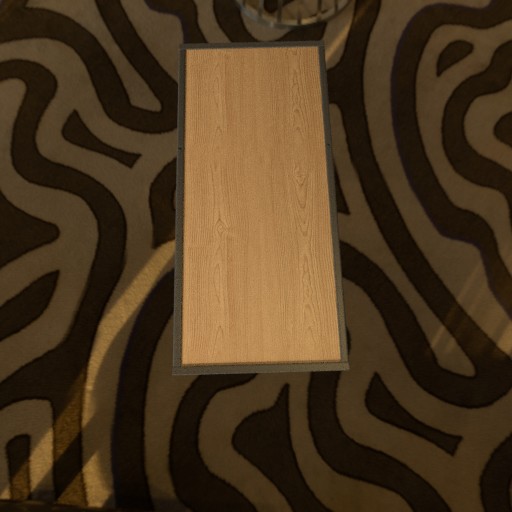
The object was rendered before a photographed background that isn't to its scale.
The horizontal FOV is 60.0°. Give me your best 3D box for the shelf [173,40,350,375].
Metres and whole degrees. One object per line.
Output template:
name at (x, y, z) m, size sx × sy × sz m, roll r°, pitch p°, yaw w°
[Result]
shelf at (0.000, 0.000, 1.522) m, size 0.350 × 1.138 × 0.770 m, roll -1°, pitch 76°, yaw 0°
